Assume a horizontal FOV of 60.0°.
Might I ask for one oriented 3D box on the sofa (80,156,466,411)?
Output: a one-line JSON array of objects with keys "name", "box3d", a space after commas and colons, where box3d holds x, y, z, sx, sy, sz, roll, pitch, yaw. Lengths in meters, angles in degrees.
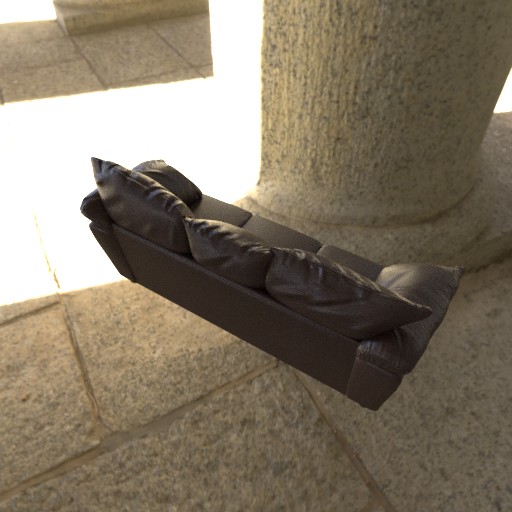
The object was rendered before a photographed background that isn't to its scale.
[{"name": "sofa", "box3d": [0.000, 0.000, 2.926, 2.390, 1.091, 0.907, 24, 50, 22]}]
